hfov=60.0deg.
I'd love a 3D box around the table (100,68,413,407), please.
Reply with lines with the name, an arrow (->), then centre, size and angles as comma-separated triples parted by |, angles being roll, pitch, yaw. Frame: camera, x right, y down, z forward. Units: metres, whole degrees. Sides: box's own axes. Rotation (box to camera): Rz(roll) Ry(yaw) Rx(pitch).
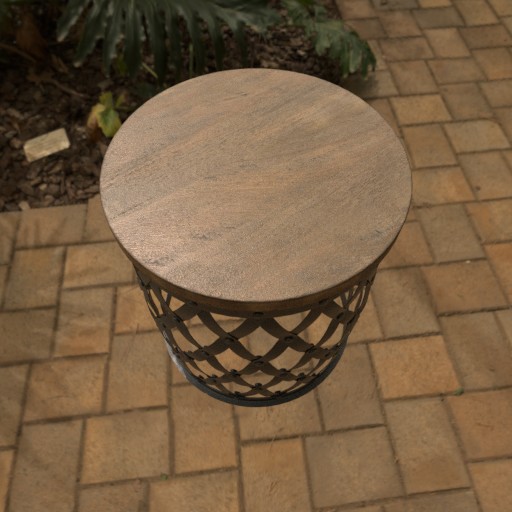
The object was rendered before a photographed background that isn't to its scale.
table -> 0.000, 0.000, 0.773 | 0.405, 0.454, 0.405 | 0, 58, 0
